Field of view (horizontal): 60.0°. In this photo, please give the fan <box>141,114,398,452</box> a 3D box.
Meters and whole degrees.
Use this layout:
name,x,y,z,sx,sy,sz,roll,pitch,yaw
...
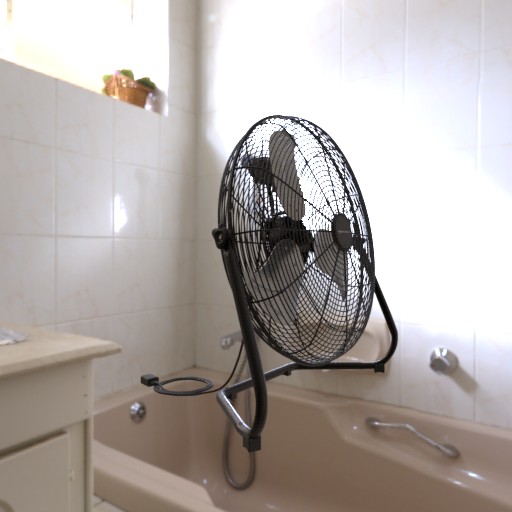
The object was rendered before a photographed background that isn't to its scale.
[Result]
name,x,y,z,sx,sy,sz,roll,pitch,yaw
fan,0.000,0.000,0.936,0.424,0.546,0.555,0,1,36
